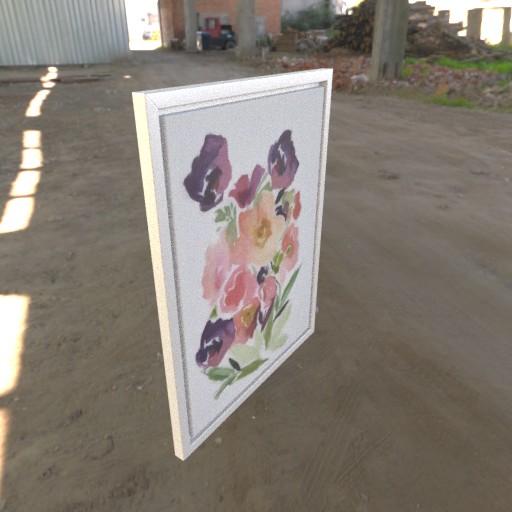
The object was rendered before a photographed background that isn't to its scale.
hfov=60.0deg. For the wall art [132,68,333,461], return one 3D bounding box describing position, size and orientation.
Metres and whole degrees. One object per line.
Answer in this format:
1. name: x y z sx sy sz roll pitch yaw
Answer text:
1. wall art: 0.000 0.000 1.410 0.042 1.056 0.805 18 32 32
